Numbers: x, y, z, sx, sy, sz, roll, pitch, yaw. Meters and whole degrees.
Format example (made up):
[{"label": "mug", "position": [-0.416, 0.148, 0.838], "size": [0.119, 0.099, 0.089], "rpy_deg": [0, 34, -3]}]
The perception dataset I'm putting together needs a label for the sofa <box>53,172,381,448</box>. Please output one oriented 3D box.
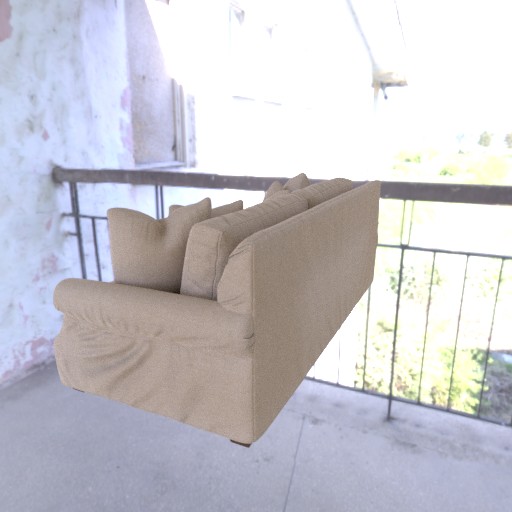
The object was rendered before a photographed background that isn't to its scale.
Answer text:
[{"label": "sofa", "position": [0.000, 0.000, 2.686], "size": [1.067, 0.904, 2.285], "rpy_deg": [7, 17, 25]}]
